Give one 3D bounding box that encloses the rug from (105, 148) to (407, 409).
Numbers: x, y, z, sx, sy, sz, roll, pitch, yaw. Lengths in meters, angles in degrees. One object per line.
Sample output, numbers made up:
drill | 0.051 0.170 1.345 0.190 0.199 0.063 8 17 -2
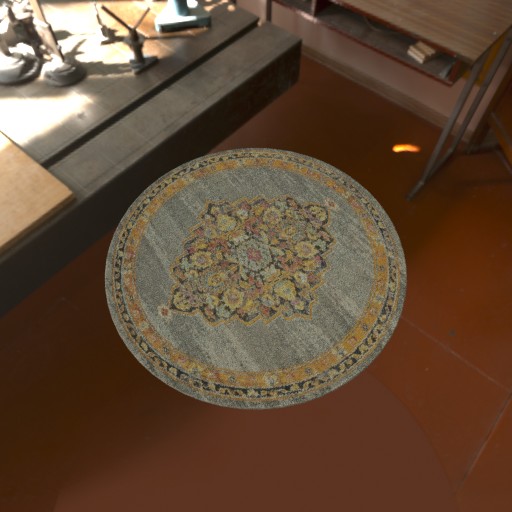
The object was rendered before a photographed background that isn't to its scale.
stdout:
rug | 0.000 0.000 2.385 1.598 0.010 1.598 0 59 0
